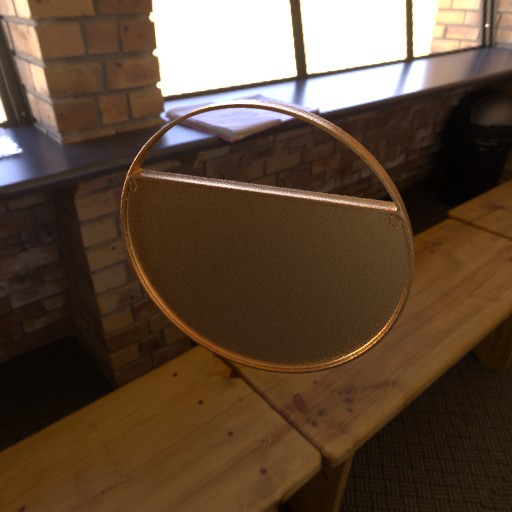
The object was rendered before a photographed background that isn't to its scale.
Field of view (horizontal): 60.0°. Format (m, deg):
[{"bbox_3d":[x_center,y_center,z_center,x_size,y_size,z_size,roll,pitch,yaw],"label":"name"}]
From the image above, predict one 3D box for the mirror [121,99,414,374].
[{"bbox_3d":[0.000,0.000,0.841,0.565,0.565,0.032,10,33,16],"label":"mirror"}]
